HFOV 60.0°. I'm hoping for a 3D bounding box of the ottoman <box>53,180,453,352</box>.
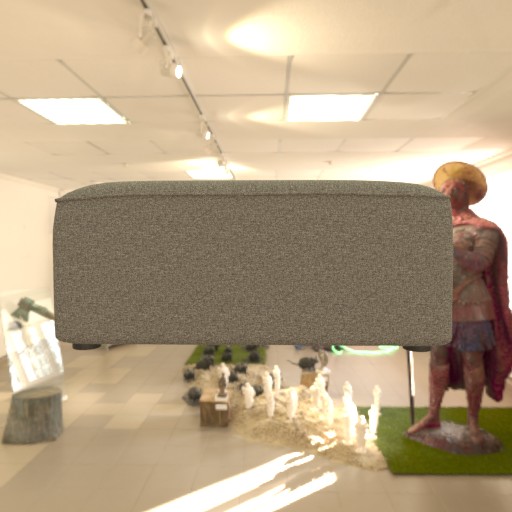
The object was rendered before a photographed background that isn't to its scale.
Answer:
[{"bbox_3d":[0.000,0.000,1.597,1.015,0.464,1.005,0,1,1],"label":"ottoman"}]
